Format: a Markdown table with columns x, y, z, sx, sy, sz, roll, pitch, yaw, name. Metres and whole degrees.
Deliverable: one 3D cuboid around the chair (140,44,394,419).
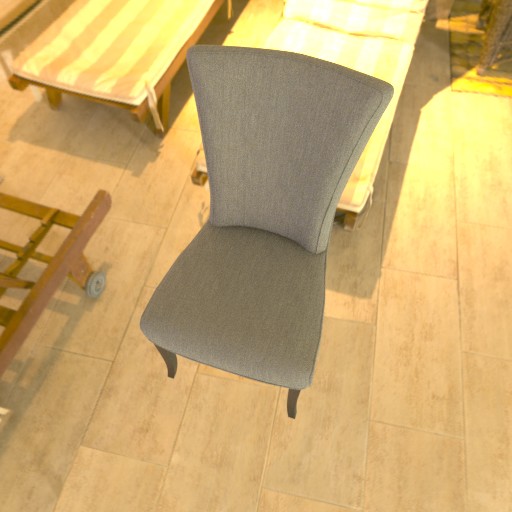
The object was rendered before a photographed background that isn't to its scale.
| x | y | z | sx | sy | sz | roll | pitch | yaw | name |
| --- | --- | --- | --- | --- | --- | --- | --- | --- | --- |
| 0.000 | 0.000 | 1.345 | 0.520 | 0.991 | 0.660 | 15 | 59 | 10 | chair |
